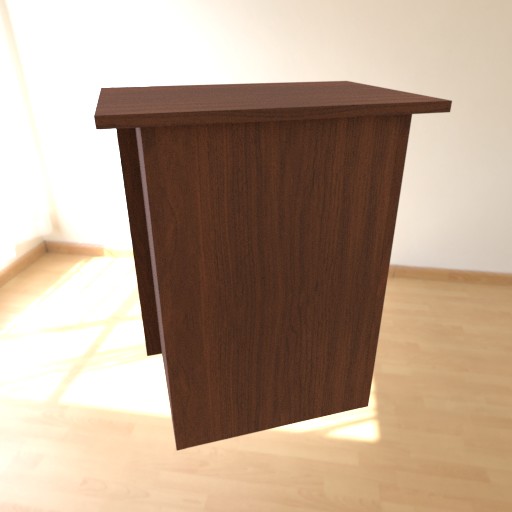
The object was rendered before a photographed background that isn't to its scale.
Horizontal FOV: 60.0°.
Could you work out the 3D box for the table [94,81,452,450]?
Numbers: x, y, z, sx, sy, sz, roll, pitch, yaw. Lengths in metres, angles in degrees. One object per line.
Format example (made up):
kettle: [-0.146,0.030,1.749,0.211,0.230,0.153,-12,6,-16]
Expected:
table: [0.000,0.000,1.026,0.589,0.711,0.406,-7,27,-14]
